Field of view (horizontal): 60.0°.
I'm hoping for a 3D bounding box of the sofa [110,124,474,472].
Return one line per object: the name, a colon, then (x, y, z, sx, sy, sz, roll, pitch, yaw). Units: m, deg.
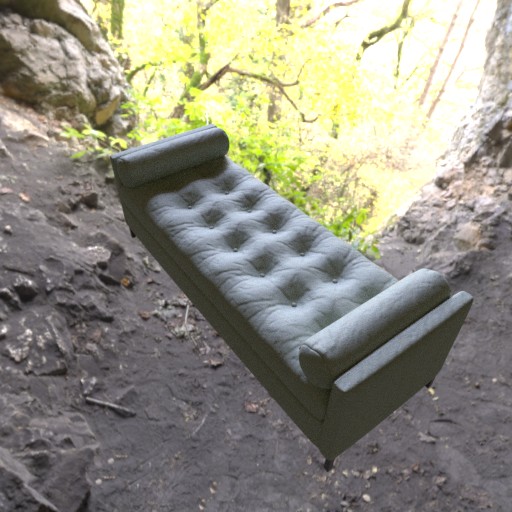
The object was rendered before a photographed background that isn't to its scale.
sofa: (0.000, 0.000, 2.513, 0.796, 0.705, 2.102, -26, 48, -26)
